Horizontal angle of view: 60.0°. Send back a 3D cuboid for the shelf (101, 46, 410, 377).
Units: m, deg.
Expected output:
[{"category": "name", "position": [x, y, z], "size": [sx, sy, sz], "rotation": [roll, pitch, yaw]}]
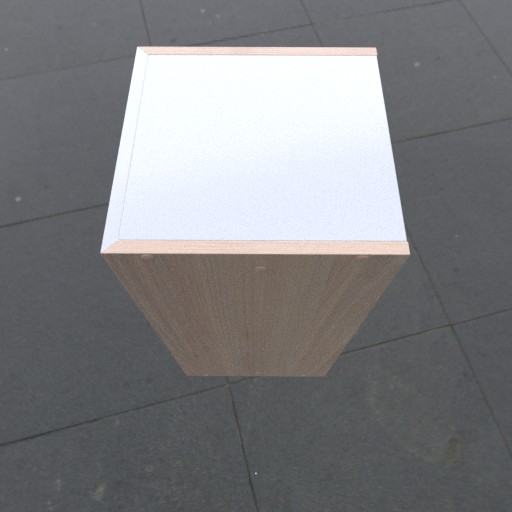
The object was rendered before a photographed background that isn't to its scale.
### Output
[{"category": "shelf", "position": [0.000, 0.000, 0.754], "size": [0.297, 0.594, 0.290], "rotation": [0, 64, 0]}]
